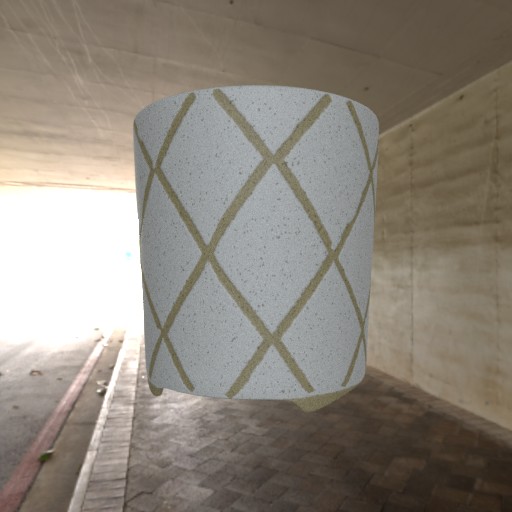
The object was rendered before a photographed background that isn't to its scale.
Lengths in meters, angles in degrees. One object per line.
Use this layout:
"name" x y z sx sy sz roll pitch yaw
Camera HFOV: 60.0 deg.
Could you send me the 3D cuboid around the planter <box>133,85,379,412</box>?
"planter" 0.000 0.000 0.354 0.191 0.199 0.191 0 -1 0
